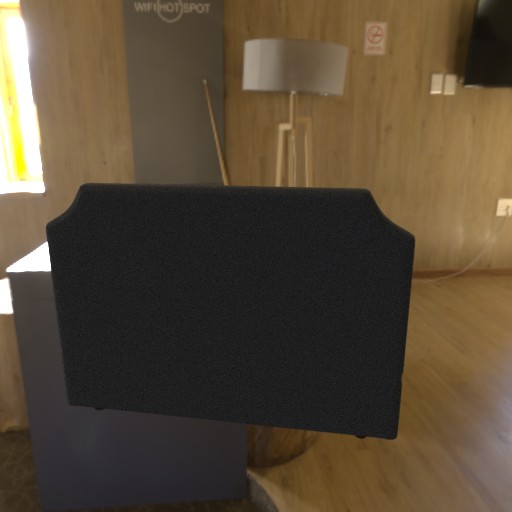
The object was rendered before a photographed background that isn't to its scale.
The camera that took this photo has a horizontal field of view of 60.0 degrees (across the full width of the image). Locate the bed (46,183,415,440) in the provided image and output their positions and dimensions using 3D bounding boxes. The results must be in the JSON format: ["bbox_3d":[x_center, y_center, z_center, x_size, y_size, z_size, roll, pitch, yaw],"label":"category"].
[{"bbox_3d":[0.000,0.000,3.277,1.831,1.297,2.260,3,16,9],"label":"bed"}]
